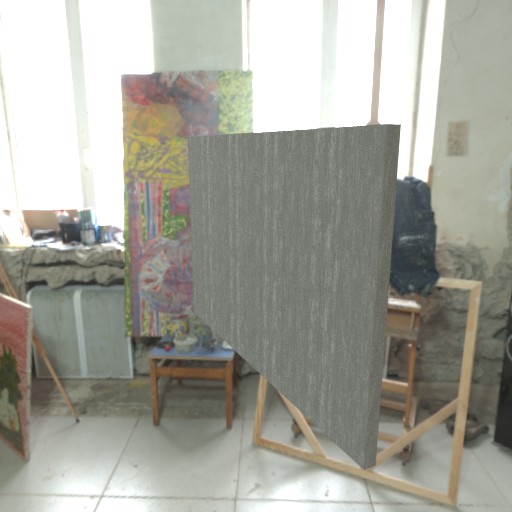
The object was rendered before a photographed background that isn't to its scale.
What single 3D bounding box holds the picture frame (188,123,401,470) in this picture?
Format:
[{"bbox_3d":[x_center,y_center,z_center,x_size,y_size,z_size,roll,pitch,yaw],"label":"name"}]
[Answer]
[{"bbox_3d":[0.000,0.000,1.193,0.029,0.640,0.950,-7,15,-27],"label":"picture frame"}]
